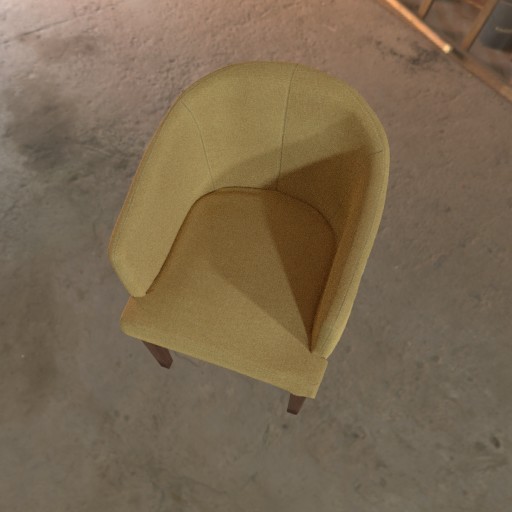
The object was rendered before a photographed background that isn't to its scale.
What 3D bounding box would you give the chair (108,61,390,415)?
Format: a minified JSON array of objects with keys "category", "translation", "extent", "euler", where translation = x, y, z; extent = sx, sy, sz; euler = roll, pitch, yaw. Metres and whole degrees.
[{"category":"chair","translation":[0.000,0.000,1.257],"extent":[0.583,0.811,0.655],"euler":[16,62,9]}]
